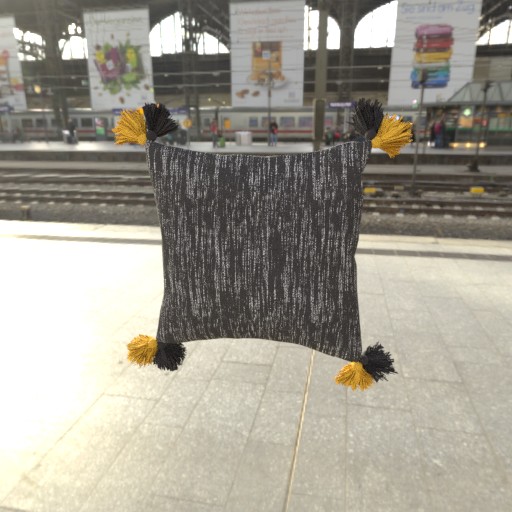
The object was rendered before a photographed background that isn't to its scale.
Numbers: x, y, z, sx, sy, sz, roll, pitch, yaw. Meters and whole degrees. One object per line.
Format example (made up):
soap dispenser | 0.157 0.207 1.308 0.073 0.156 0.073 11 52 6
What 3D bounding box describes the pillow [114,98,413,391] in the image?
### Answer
pillow | 0.000 0.000 0.973 0.654 0.659 0.139 2 16 8
